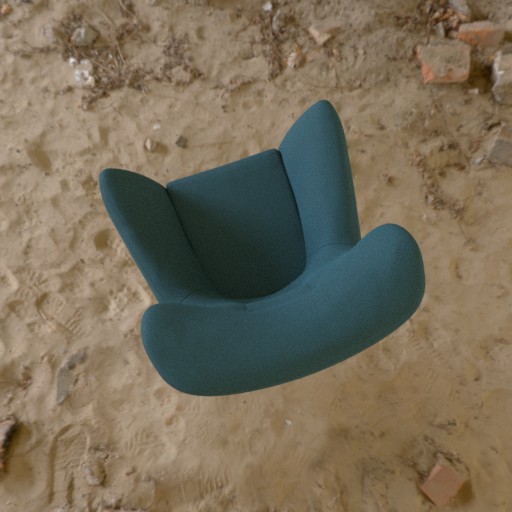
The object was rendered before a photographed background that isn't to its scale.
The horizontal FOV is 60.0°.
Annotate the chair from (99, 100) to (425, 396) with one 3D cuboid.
[{"bbox_3d":[0.000,0.000,1.635,0.890,0.889,0.889,-19,76,-5],"label":"chair"}]
